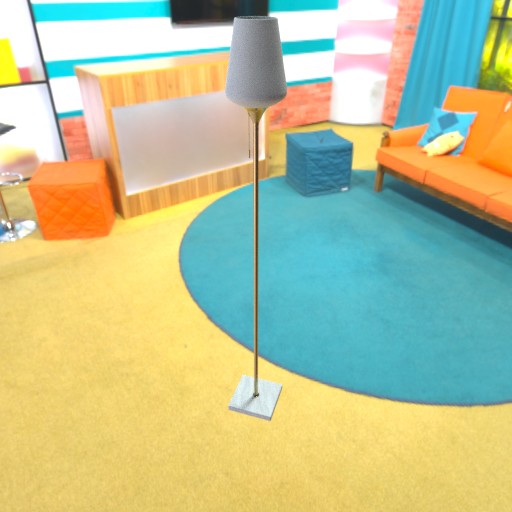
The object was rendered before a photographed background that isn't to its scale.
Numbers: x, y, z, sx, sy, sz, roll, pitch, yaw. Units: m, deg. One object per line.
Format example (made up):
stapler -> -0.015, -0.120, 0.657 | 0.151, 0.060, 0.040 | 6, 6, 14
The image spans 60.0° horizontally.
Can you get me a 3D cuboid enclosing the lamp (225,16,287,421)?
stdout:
lamp -> 0.000, 0.000, 1.912 | 0.232, 1.813, 0.229 | 10, 33, 15
